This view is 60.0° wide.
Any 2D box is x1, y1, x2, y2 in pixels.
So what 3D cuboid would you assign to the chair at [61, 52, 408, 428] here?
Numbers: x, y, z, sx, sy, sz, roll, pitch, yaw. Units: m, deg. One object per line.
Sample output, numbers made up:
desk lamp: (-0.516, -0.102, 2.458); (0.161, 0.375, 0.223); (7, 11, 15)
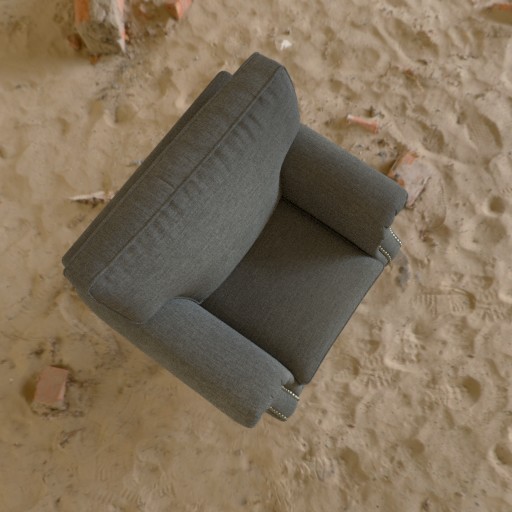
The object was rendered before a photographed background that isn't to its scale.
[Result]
chair: (0.000, 0.000, 1.779); (0.965, 0.961, 1.092); (35, 78, 8)
